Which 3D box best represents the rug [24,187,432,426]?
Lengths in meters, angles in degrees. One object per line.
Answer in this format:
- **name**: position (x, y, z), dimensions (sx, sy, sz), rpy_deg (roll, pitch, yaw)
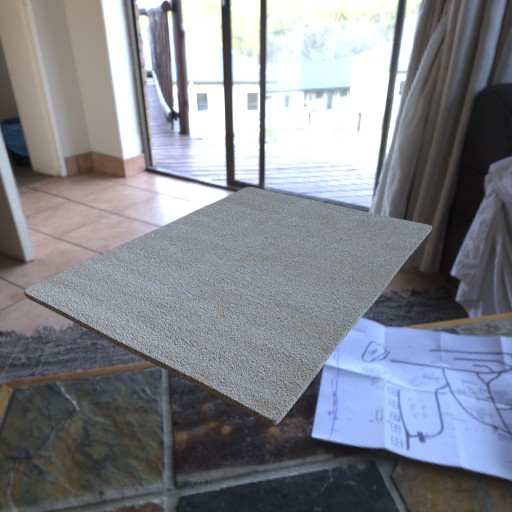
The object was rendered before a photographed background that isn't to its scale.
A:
- **rug**: position (0.000, 0.000, 2.073), dimensions (1.199, 0.025, 1.600), rpy_deg (17, 32, 30)
